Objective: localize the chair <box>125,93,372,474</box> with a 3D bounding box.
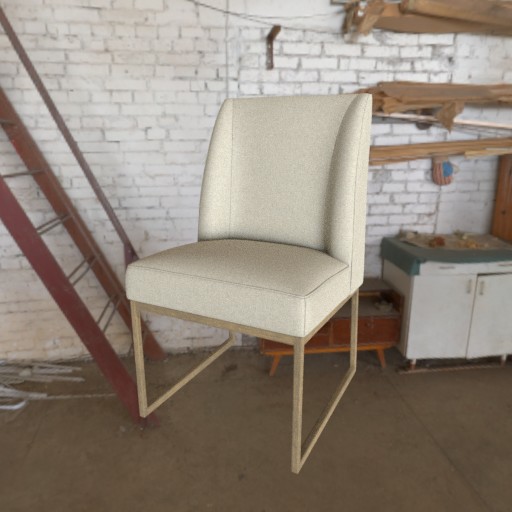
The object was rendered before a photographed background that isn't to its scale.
[{"bbox_3d":[0.000,0.000,1.224,0.508,0.863,0.522,8,18,26],"label":"chair"}]
